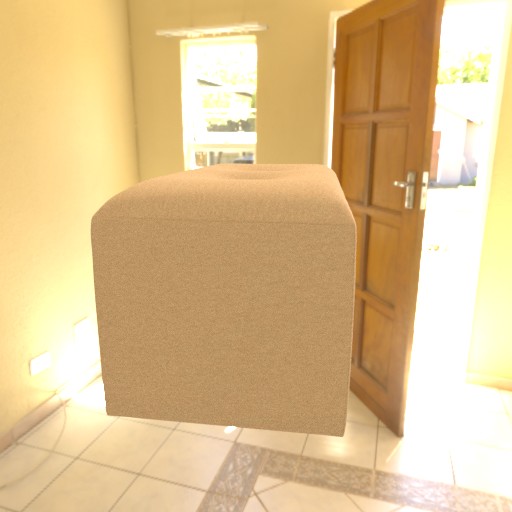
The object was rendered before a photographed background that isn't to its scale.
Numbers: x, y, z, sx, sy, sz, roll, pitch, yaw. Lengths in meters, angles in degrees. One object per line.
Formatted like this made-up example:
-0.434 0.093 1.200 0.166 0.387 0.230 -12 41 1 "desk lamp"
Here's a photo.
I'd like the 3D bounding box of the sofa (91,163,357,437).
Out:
0.000 0.000 1.221 0.480 0.470 0.930 2 15 8 "sofa"
